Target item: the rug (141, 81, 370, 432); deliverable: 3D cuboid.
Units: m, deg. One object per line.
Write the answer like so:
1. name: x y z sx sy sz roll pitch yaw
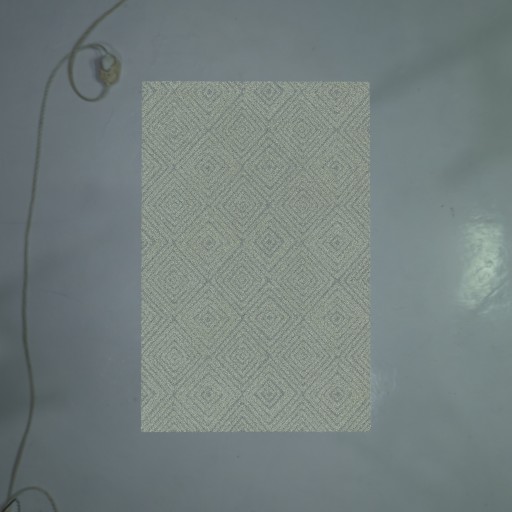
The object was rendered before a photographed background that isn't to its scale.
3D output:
1. rug: 0.000 0.000 2.223 1.143 0.008 1.753 0 89 0
